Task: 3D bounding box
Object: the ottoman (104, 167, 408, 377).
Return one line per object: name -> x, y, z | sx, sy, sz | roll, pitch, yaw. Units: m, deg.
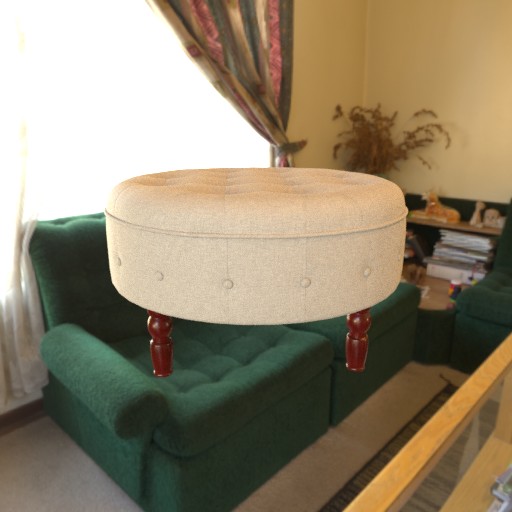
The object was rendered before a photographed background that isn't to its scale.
ottoman -> 0.000, 0.000, 1.347 | 0.849, 0.478, 0.849 | 0, 16, 0
